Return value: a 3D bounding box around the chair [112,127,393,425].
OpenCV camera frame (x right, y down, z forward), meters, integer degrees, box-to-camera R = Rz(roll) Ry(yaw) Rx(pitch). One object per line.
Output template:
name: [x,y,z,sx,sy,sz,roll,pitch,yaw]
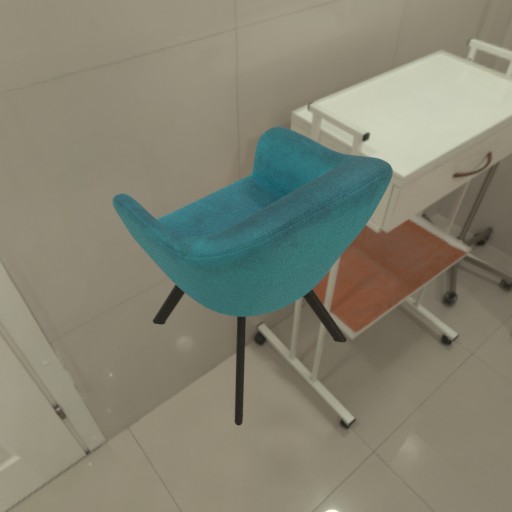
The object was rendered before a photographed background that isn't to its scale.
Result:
chair: [0.000,0.000,1.200,0.540,0.780,0.570,-30,53,-27]
